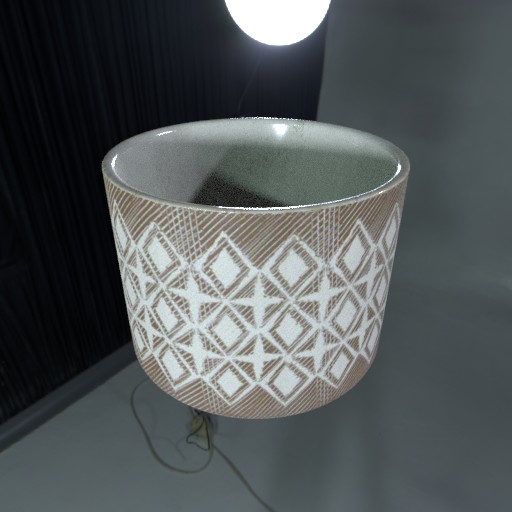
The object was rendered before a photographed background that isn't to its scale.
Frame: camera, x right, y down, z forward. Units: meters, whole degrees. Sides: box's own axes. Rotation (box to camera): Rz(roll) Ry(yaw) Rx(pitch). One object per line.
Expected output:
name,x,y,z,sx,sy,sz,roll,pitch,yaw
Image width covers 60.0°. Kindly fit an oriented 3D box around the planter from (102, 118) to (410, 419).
planter,0.000,0.000,0.216,0.126,0.104,0.126,0,30,0
